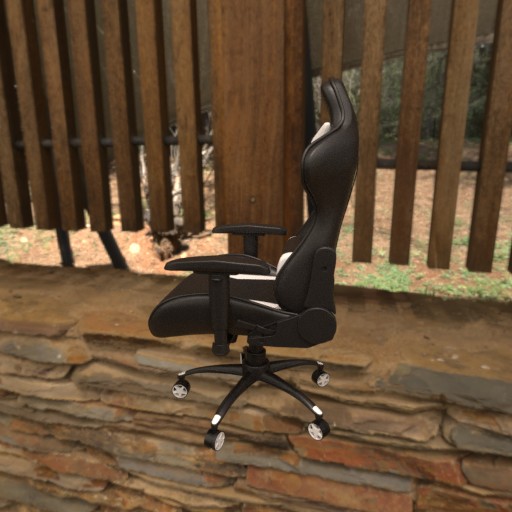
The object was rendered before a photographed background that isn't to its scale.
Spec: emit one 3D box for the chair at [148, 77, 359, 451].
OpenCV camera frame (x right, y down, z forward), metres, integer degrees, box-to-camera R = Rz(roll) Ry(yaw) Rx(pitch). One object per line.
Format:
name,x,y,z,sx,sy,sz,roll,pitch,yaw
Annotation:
chair,0.000,0.000,1.723,0.695,1.285,0.730,2,15,9
